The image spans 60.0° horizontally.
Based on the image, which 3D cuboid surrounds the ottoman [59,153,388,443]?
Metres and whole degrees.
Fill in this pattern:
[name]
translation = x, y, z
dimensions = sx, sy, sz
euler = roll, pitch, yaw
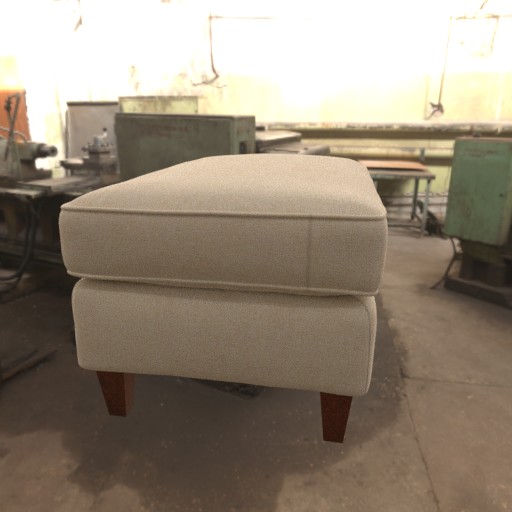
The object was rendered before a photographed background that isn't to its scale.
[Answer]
[ottoman]
translation = 0.000, 0.000, 1.172
dimensions = 0.583, 0.484, 0.862
euler = 3, 18, 10
